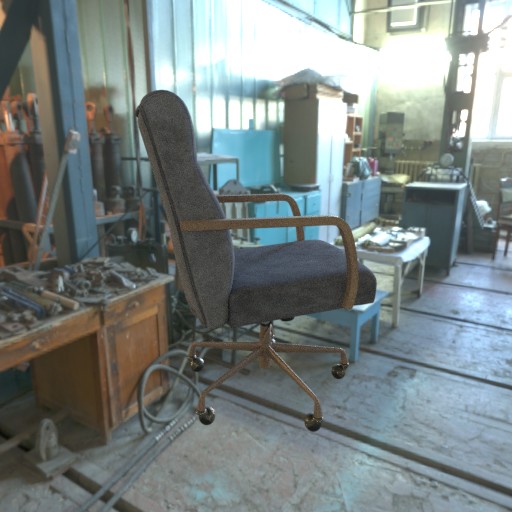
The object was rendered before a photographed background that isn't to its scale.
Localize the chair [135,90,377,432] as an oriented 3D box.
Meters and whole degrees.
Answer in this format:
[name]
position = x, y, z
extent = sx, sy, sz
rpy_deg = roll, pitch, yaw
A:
[chair]
position = 0.000, 0.000, 1.531
extent = 0.741, 1.029, 0.640
rpy_deg = -3, 15, -12
